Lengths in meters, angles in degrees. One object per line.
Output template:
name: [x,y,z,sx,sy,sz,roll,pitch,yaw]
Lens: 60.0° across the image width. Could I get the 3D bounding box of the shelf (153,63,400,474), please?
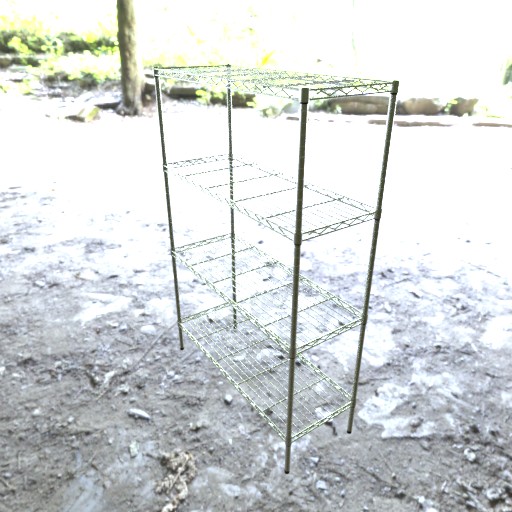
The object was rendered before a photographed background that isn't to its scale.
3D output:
shelf: [0.000,0.000,1.770,0.352,1.360,0.907,-17,31,-31]
